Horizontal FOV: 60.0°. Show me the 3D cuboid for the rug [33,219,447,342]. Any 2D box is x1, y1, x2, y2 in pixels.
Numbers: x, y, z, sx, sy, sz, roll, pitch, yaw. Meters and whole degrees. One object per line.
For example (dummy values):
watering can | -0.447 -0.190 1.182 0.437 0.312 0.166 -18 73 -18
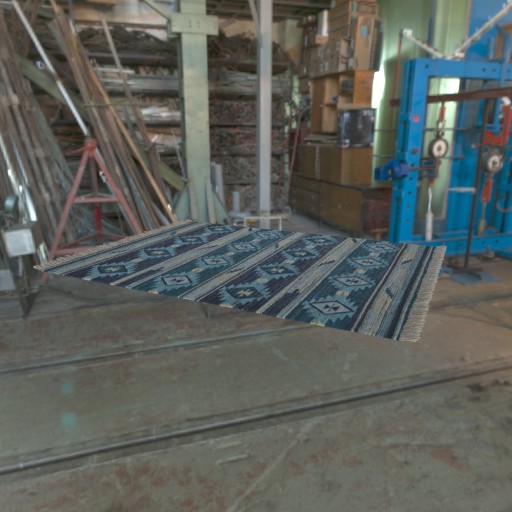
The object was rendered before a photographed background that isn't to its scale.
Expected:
rug | 0.000 0.000 4.307 3.307 0.047 2.418 8 18 25
